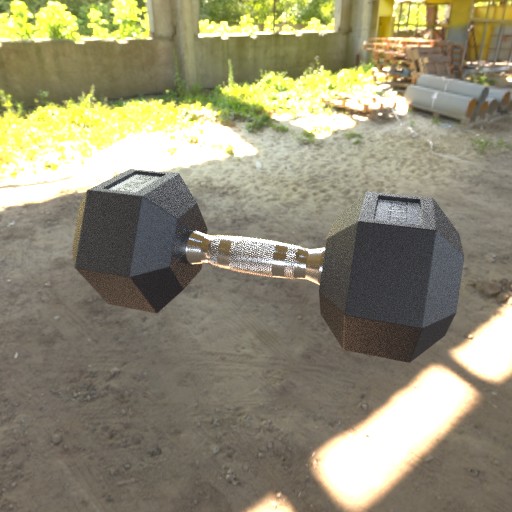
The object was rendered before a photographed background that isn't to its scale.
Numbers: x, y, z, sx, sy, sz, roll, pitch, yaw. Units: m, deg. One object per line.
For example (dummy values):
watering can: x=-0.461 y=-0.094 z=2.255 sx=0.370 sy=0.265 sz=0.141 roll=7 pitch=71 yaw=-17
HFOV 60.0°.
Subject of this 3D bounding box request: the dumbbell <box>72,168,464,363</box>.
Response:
dumbbell: x=0.000 y=0.000 z=0.381 sx=0.315 sy=0.113 sz=0.129 roll=8 pitch=29 yaw=16
